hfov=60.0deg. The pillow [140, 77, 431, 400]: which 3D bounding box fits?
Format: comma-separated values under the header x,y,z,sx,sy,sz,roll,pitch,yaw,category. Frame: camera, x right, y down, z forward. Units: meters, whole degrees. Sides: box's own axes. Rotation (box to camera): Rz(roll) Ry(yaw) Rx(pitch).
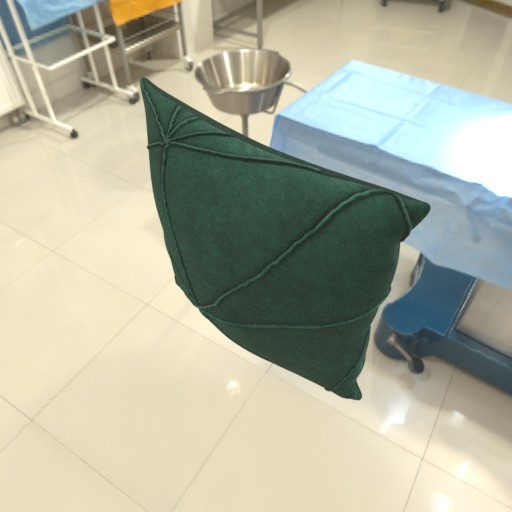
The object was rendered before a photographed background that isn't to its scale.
x,y,z,sx,sy,sz,roll,pitch,yaw,category
0.000,0.000,0.680,0.439,0.440,0.184,30,54,26,pillow
